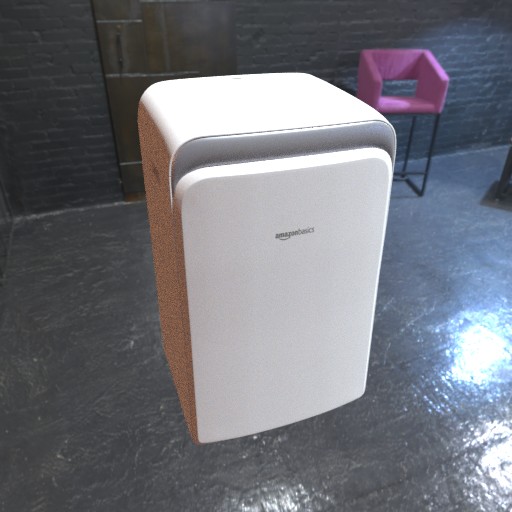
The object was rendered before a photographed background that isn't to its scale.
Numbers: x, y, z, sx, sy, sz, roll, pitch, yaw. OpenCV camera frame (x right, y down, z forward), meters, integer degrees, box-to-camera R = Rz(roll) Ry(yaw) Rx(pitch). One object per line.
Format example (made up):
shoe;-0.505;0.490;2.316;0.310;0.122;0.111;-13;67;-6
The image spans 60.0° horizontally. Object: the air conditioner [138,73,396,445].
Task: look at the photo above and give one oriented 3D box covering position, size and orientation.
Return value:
air conditioner;0.000;0.000;1.067;0.478;0.765;0.467;-10;33;-16
